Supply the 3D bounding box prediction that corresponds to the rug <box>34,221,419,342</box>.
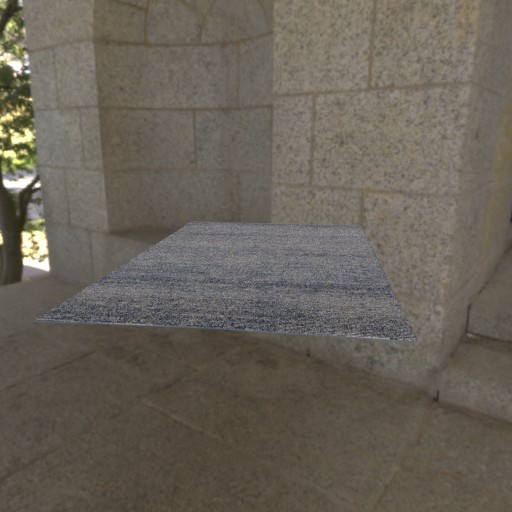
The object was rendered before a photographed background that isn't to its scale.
[{"bbox_3d":[0.000,0.000,2.109,1.135,0.010,1.740,2,15,8],"label":"rug"}]
